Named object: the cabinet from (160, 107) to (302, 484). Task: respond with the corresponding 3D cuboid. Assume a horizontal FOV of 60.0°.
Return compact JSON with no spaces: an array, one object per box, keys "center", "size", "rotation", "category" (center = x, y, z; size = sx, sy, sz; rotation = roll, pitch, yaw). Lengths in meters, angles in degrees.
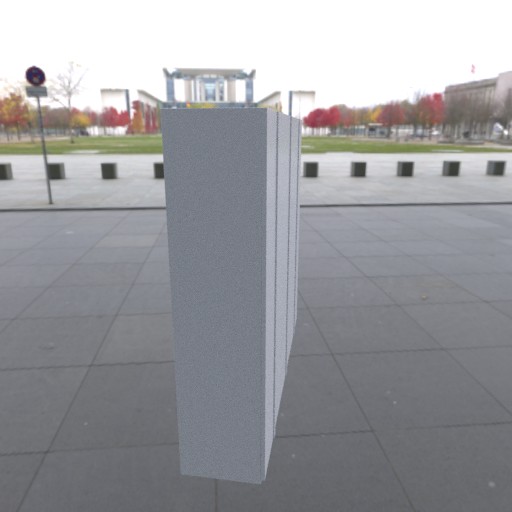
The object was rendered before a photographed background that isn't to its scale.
[{"center":[0.000,0.000,3.937],"size":[0.590,2.370,2.700],"rotation":[3,16,9],"category":"cabinet"}]
